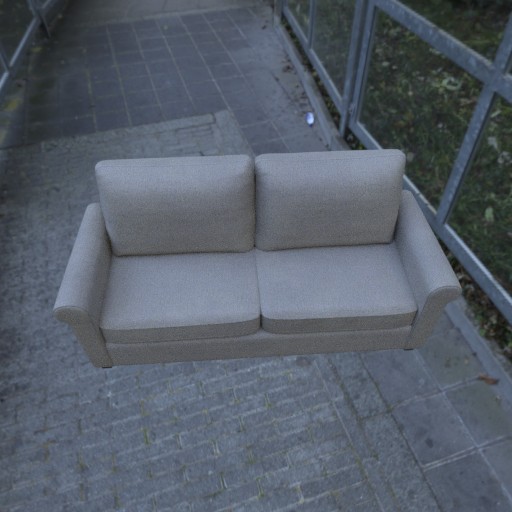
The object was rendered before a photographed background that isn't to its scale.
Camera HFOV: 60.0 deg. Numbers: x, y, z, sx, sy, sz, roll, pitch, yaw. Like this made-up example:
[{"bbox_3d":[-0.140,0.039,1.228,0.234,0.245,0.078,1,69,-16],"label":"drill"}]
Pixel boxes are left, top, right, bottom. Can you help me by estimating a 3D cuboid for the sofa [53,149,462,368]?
[{"bbox_3d":[0.000,0.000,2.453,1.935,0.942,0.842,-3,47,-3],"label":"sofa"}]
